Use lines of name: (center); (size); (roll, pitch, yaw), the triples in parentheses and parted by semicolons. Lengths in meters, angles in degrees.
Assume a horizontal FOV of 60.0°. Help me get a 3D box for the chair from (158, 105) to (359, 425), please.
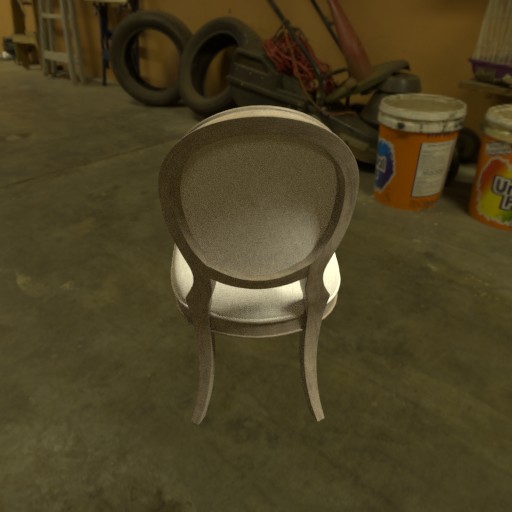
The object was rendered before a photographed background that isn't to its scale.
chair: (0.000, 0.000, 1.319); (0.558, 0.990, 0.602); (-1, 32, -2)
